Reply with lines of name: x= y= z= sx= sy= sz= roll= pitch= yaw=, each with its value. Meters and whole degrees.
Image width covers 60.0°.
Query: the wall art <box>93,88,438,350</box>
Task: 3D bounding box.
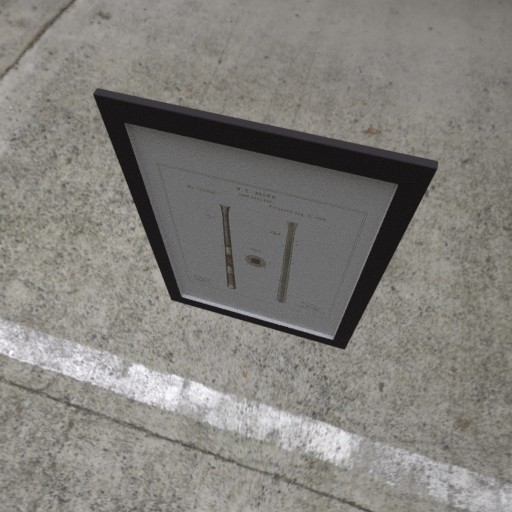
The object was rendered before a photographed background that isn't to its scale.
wall art: x=0.000 y=0.000 z=0.690 sx=0.374 sy=0.529 sz=0.012 roll=15 pitch=60 yaw=9
